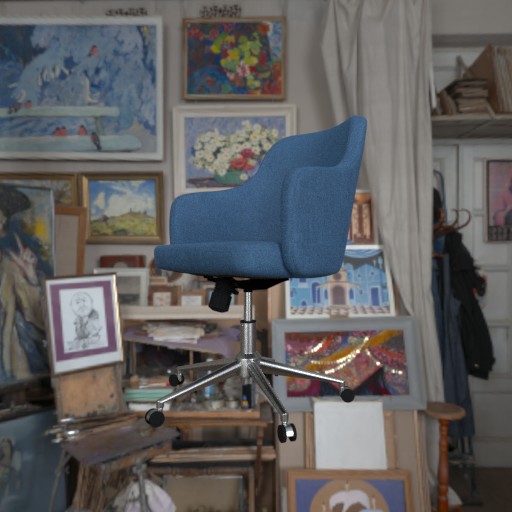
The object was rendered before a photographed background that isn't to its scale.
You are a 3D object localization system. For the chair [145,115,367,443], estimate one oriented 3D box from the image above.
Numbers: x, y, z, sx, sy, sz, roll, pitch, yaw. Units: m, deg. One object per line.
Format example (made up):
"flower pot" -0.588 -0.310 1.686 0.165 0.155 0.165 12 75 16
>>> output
"chair" 0.000 0.000 1.259 0.655 0.820 0.599 0 0 -37
